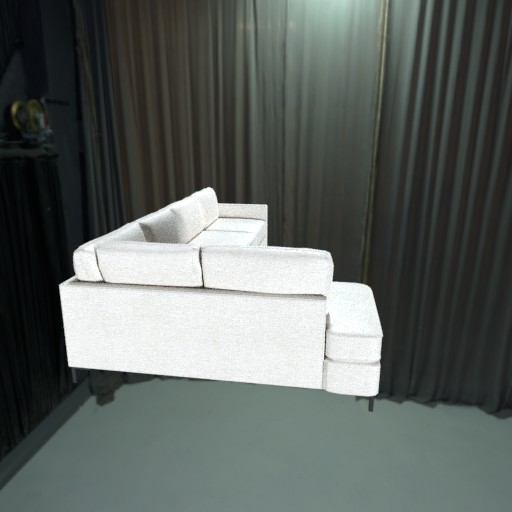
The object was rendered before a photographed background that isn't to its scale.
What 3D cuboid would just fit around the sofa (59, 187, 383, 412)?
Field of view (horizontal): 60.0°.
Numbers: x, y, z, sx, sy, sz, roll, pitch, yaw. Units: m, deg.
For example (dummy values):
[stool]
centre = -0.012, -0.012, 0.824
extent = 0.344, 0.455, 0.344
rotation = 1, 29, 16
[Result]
[sofa]
centre = 0.000, 0.000, 4.326
extent = 2.048, 0.996, 3.384
rotation = 3, 16, 9
